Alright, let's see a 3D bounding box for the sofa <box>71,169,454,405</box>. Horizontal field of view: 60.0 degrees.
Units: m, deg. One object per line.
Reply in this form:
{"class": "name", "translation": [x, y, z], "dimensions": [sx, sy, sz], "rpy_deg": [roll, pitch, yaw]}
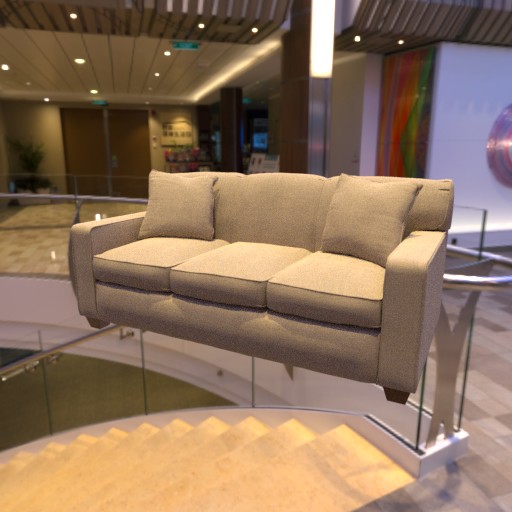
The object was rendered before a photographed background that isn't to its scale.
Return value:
{"class": "sofa", "translation": [0.000, 0.000, 2.608], "dimensions": [2.024, 0.958, 0.997], "rpy_deg": [7, 15, 27]}
